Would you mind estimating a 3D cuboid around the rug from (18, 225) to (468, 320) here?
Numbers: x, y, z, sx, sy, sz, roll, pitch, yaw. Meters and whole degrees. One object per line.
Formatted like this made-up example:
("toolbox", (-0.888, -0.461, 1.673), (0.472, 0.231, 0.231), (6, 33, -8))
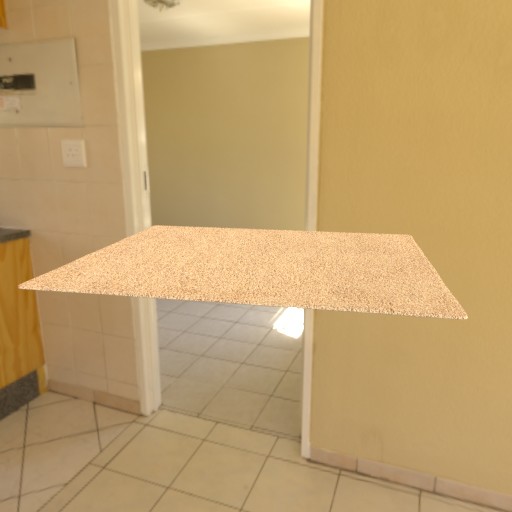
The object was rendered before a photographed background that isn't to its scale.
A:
("rug", (0.000, 0.000, 4.065), (3.047, 0.029, 2.438), (3, 15, 11))
